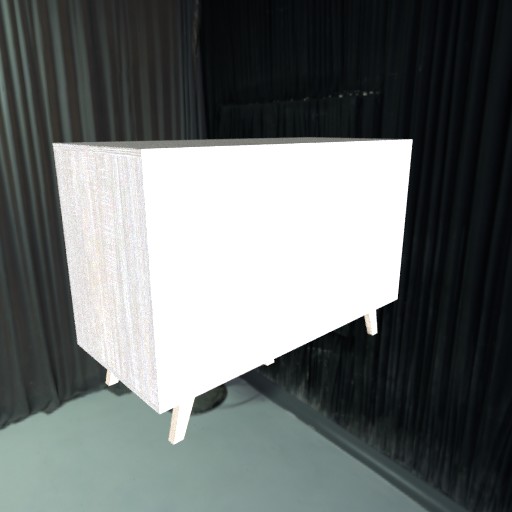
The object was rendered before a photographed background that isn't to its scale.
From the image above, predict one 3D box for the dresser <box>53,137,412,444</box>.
[{"bbox_3d":[0.000,0.000,1.553,1.110,0.780,0.500,-15,22,-41],"label":"dresser"}]
